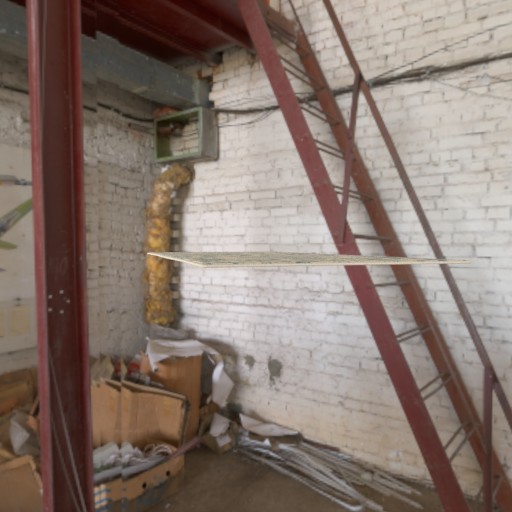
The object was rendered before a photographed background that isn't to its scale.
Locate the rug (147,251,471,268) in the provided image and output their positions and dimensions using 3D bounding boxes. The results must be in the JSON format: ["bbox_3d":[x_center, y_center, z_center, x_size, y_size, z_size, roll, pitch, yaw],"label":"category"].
[{"bbox_3d":[0.000,0.000,1.462,0.605,0.007,1.220,0,2,-18],"label":"rug"}]
